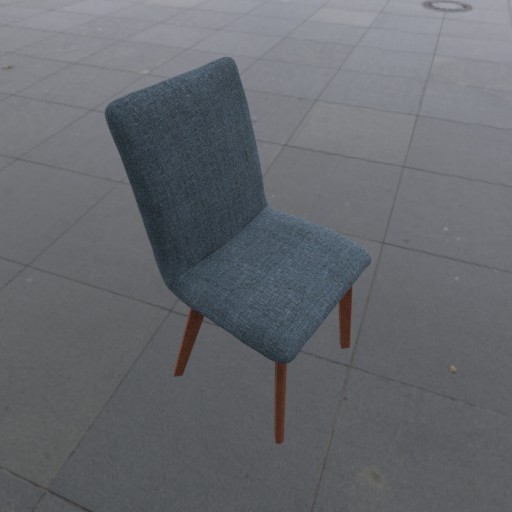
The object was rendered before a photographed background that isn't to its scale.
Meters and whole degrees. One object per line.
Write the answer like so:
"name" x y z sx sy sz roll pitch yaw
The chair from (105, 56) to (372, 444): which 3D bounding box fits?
"chair" 0.000 0.000 1.341 0.563 0.974 0.522 26 48 26
